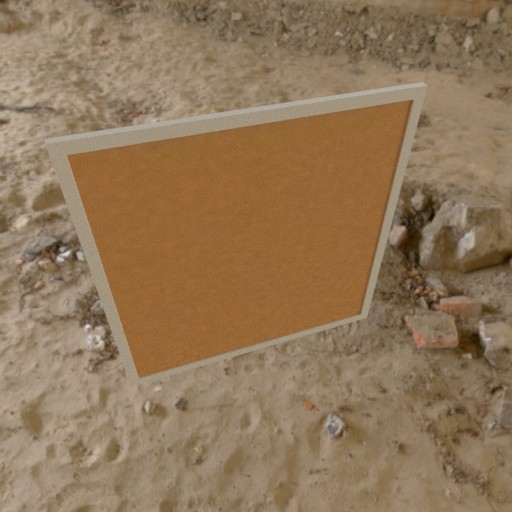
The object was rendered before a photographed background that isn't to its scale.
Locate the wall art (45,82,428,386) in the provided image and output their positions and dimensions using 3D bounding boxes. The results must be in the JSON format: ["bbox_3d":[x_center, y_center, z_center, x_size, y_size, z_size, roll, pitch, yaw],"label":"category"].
[{"bbox_3d":[0.000,0.000,0.664,0.457,0.457,0.012,-13,44,-14],"label":"wall art"}]
